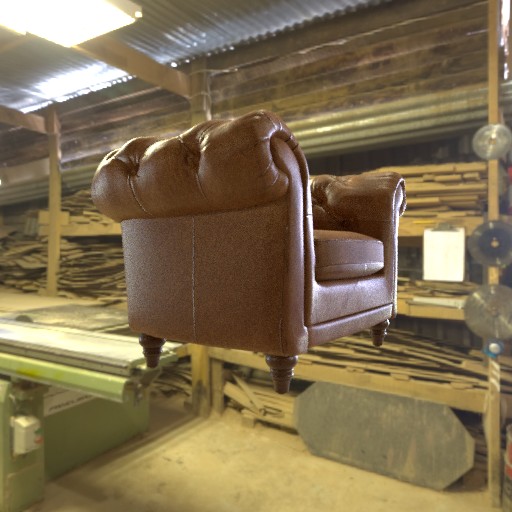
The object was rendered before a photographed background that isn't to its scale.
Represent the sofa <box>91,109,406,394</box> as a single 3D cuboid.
[{"bbox_3d":[0.000,0.000,2.022,1.033,0.878,1.405,0,1,35],"label":"sofa"}]
